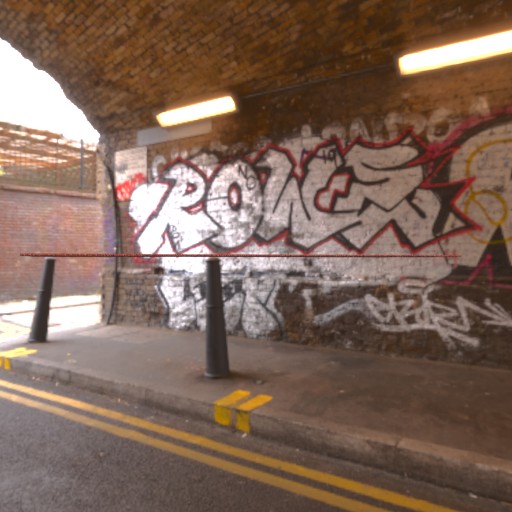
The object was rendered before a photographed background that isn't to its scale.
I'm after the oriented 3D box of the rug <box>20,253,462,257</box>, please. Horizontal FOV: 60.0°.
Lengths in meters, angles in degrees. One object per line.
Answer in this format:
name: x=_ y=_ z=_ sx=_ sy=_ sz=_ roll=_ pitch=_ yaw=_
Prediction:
rug: x=0.000 y=0.000 z=2.532 sx=2.307 sy=0.012 sz=0.687 roll=0 pitch=0 yaw=-18
